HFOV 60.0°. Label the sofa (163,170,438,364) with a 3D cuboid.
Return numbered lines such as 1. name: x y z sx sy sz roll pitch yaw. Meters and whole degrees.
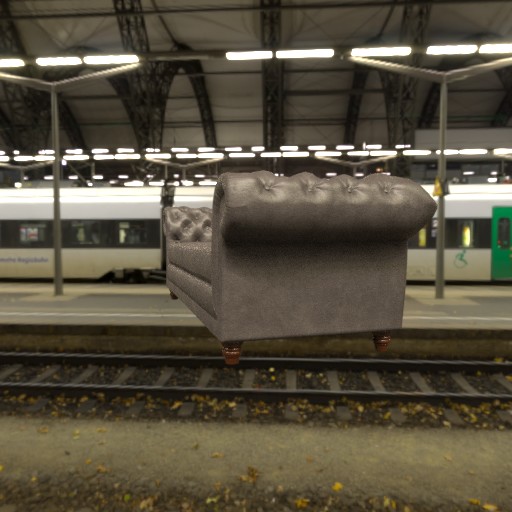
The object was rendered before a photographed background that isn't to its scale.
1. sofa: 0.000 0.000 2.802 0.944 0.783 2.385 -1 3 -17
